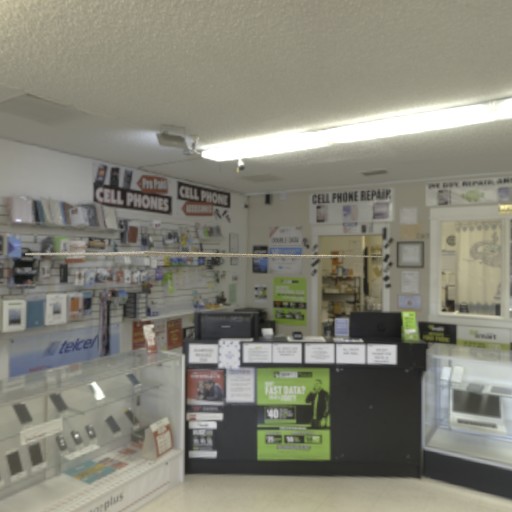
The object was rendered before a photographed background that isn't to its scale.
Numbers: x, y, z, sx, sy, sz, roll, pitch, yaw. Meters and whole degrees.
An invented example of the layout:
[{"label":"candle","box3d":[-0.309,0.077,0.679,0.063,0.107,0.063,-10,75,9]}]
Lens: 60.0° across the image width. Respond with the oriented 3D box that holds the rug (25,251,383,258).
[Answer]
[{"label":"rug","box3d":[0.000,0.000,2.722,0.770,0.016,2.442,0,-1,35]}]
